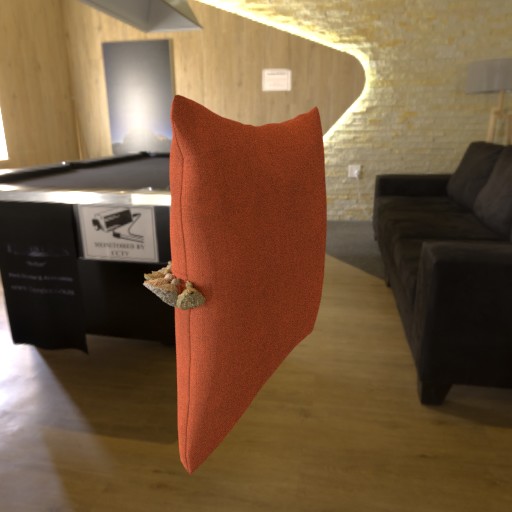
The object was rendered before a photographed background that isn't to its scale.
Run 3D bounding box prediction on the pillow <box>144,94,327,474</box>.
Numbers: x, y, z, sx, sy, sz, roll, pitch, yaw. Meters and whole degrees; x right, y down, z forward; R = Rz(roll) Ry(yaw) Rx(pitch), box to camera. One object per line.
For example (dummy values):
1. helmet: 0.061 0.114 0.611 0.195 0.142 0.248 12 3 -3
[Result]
1. pillow: 0.000 0.000 0.734 0.165 0.482 0.490 8 19 25
